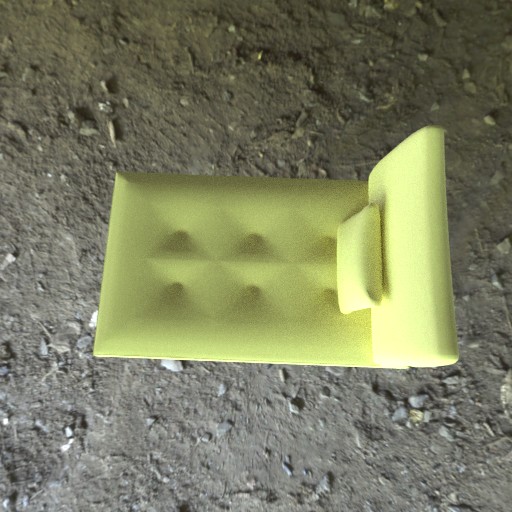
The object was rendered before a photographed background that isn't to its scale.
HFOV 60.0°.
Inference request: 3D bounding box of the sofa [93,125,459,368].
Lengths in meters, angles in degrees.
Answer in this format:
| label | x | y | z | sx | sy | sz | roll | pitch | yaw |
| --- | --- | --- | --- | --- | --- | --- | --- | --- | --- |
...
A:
| label | x | y | z | sx | sy | sz | roll | pitch | yaw |
| --- | --- | --- | --- | --- | --- | --- | --- | --- | --- |
| sofa | 0.000 | 0.000 | 1.997 | 1.450 | 0.820 | 0.930 | 2 | 76 | 1 |
